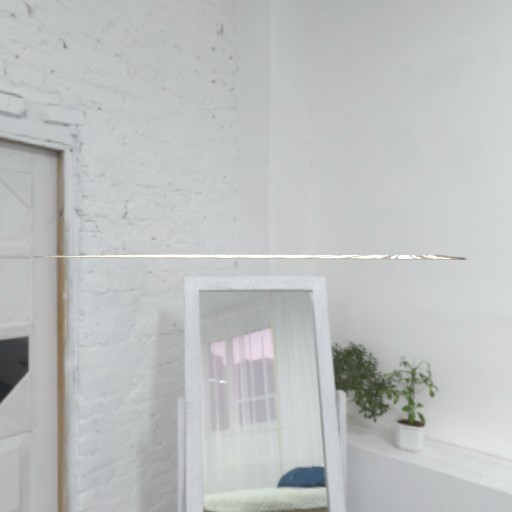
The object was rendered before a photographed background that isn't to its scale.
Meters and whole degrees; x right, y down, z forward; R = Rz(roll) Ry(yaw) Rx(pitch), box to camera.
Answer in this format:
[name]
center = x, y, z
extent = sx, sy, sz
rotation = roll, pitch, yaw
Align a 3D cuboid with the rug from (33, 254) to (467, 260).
[rug]
center = 0.000, 0.000, 2.581
extent = 2.096, 0.011, 1.229
rotation = 0, 1, 18
